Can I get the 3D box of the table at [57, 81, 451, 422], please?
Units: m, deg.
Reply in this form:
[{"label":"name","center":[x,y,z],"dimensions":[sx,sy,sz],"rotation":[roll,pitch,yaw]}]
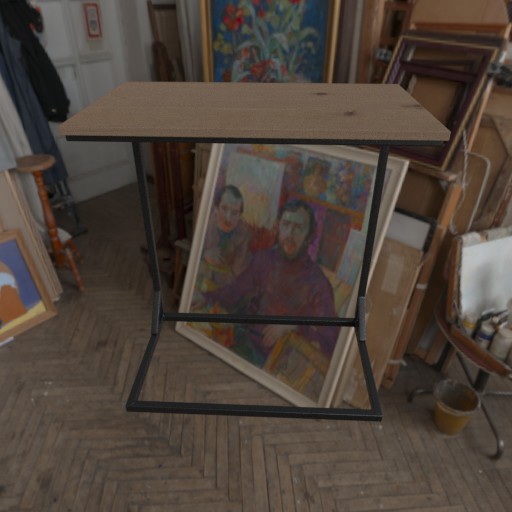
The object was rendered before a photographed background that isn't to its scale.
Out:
[{"label":"table","center":[0.000,0.000,0.998],"dimensions":[0.597,0.673,0.351],"rotation":[1,32,2]}]
